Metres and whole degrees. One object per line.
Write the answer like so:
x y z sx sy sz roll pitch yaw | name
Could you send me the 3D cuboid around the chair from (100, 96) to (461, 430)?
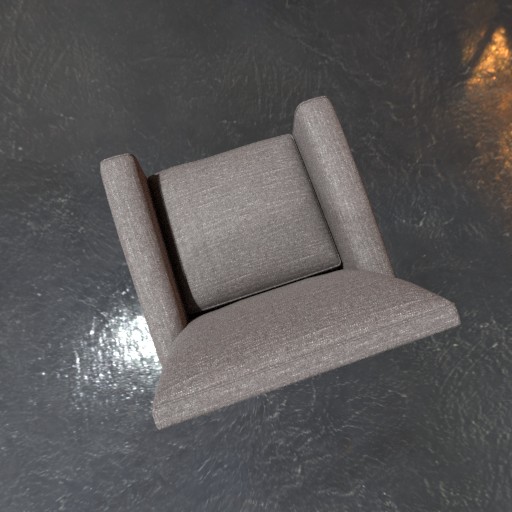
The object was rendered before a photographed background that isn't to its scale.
0.000 0.000 1.562 0.838 0.885 0.875 -18 75 -5 | chair
